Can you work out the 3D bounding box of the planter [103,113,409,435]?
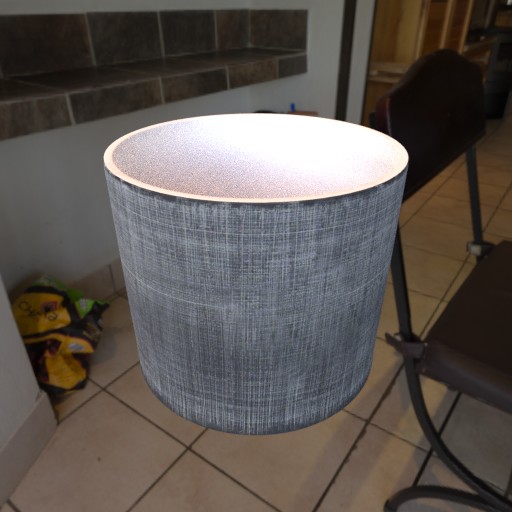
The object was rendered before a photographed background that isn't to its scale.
[{"bbox_3d":[0.000,0.000,0.438,0.254,0.221,0.254,0,30,0],"label":"planter"}]
